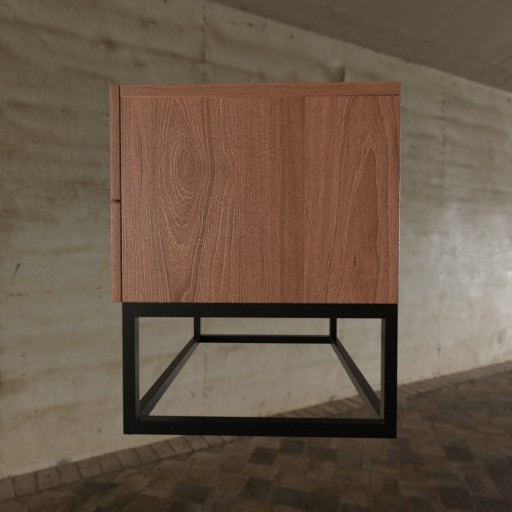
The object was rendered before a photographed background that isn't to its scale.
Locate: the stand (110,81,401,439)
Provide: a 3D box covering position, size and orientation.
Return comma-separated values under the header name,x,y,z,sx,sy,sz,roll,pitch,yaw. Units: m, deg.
name,x,y,z,sx,sy,sz,roll,pitch,yaw
stand,0.000,0.000,0.923,0.420,0.500,0.600,0,2,2
